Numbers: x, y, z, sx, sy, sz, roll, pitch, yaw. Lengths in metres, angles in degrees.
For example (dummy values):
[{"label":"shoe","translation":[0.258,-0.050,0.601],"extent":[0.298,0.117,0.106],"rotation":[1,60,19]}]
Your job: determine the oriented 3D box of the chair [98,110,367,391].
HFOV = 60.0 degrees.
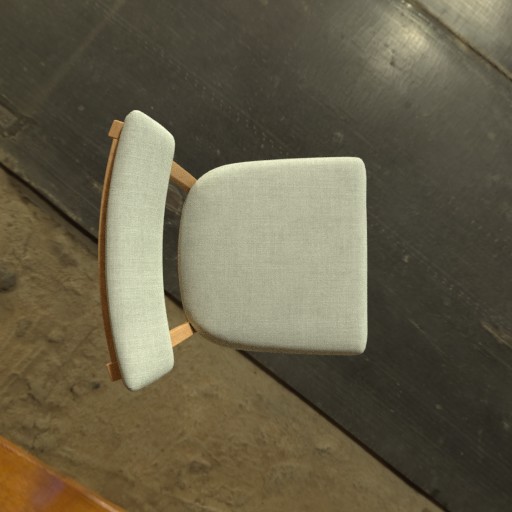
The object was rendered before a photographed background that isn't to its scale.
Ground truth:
[{"label":"chair","translation":[0.000,0.000,1.166],"extent":[0.572,0.832,0.508],"rotation":[0,88,-1]}]
